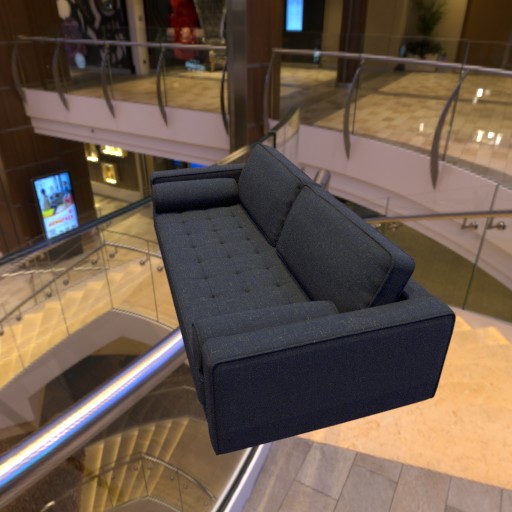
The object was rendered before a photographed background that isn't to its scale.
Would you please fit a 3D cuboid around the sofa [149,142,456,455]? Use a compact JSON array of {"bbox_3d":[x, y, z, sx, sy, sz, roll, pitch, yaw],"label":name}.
[{"bbox_3d":[0.000,0.000,2.300,0.914,0.762,1.880,-9,30,-15],"label":"sofa"}]
